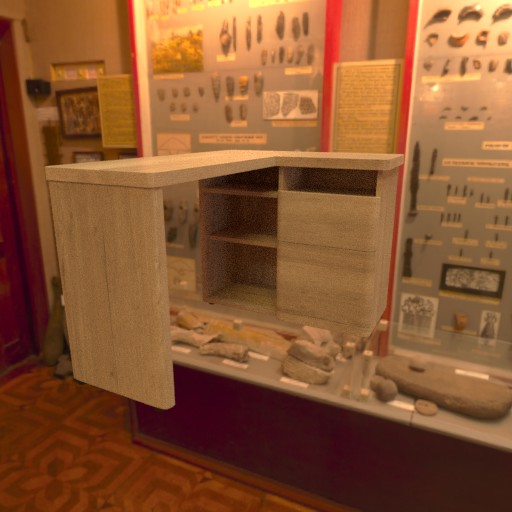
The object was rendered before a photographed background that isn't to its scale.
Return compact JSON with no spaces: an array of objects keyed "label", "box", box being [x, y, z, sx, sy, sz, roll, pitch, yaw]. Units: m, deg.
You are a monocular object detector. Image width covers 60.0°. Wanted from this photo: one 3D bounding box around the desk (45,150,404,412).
[{"label":"desk","box":[0.000,0.000,1.781,0.900,0.760,1.169,8,18,26]}]
